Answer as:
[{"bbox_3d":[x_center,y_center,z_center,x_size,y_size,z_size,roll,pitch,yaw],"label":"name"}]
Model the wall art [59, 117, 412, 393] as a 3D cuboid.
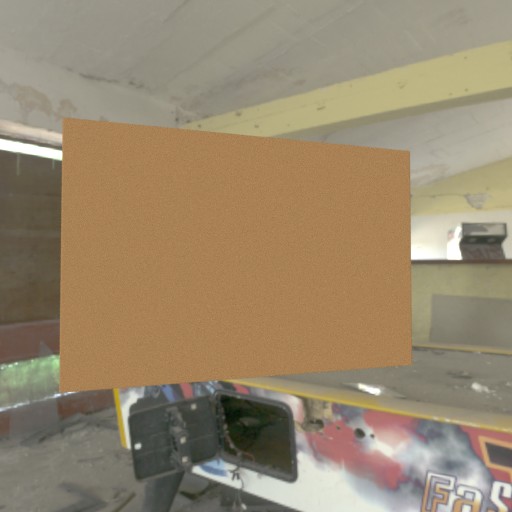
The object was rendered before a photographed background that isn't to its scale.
[{"bbox_3d":[0.000,0.000,1.134,0.915,0.608,0.033,1,-2,-18],"label":"wall art"}]
